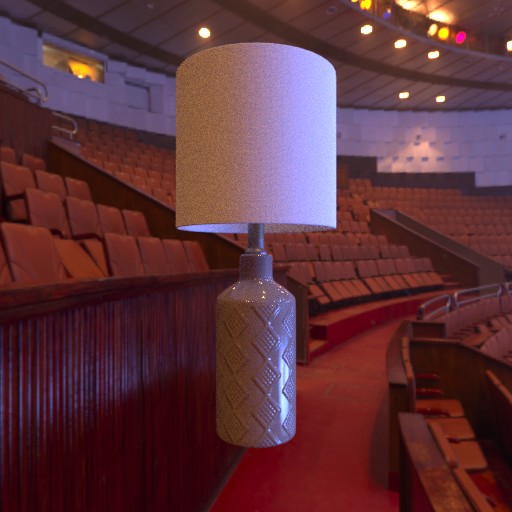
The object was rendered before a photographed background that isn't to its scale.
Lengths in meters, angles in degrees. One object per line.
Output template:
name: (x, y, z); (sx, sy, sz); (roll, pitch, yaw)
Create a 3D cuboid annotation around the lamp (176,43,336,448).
lamp: (0.000, 0.000, 0.581); (0.207, 0.461, 0.207); (0, 0, -1)
